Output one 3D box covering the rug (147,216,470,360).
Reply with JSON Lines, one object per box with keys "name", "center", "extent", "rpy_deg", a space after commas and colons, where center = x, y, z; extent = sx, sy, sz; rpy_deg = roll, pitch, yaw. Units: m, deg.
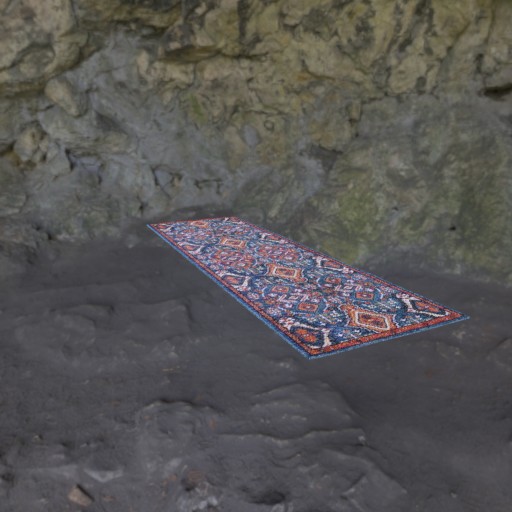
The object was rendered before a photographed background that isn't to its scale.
{"name": "rug", "center": [0.000, 0.000, 2.732], "extent": [0.801, 0.010, 2.459], "rpy_deg": [-8, 18, -25]}
